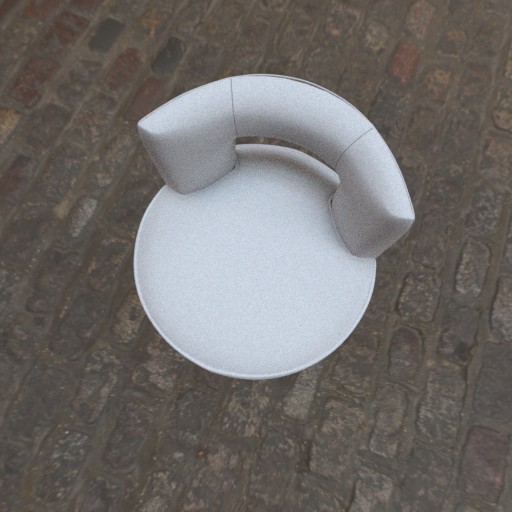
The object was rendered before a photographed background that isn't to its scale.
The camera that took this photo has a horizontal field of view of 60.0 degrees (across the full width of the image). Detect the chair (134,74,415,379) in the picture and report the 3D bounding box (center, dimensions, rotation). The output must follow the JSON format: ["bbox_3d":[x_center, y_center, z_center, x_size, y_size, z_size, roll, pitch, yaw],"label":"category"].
[{"bbox_3d":[0.000,0.000,1.230,0.650,0.723,0.665,20,75,5],"label":"chair"}]
